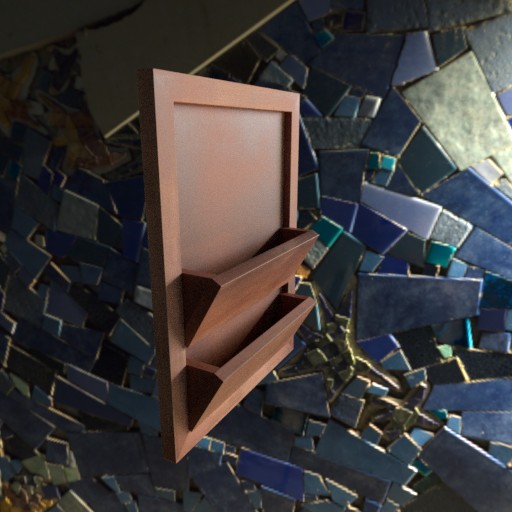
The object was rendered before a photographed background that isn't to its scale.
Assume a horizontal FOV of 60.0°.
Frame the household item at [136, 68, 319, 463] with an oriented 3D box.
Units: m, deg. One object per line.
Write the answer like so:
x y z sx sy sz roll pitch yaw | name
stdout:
0.000 0.000 0.558 0.067 0.407 0.310 9 18 28 | household item
